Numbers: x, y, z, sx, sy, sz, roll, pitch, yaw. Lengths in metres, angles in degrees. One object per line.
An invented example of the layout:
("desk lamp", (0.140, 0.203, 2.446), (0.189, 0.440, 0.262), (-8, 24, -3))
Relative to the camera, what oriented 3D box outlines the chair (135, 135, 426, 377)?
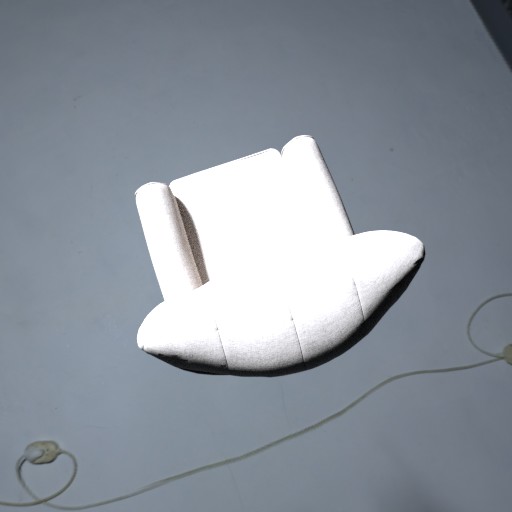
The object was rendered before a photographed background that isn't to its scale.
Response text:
("chair", (0.000, 0.000, 1.944), (0.942, 1.209, 1.025), (-18, 76, -5))
